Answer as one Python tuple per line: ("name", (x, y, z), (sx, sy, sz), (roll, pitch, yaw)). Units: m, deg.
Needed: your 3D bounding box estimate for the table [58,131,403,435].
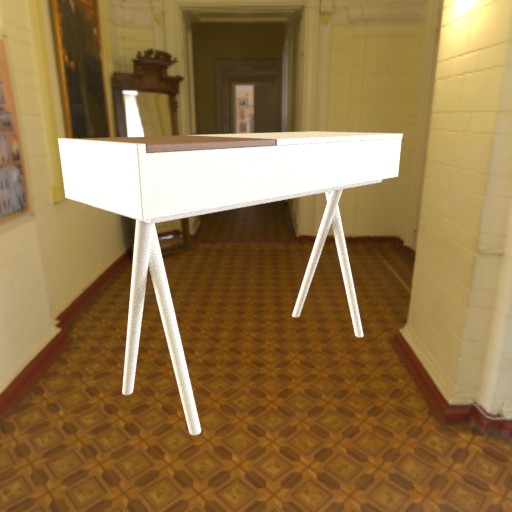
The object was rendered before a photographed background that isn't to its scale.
("table", (0.000, 0.000, 1.493), (1.066, 0.785, 0.418), (-16, 23, -42))
